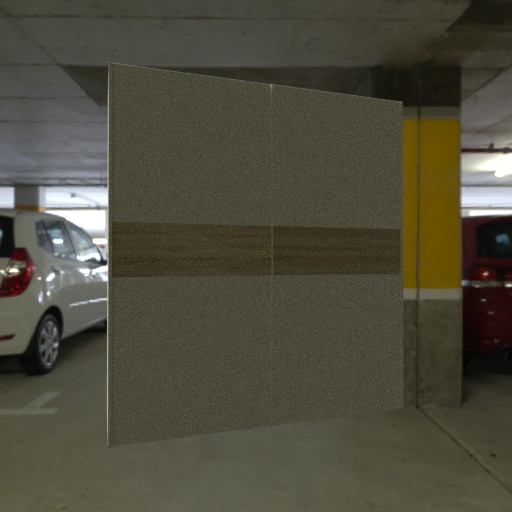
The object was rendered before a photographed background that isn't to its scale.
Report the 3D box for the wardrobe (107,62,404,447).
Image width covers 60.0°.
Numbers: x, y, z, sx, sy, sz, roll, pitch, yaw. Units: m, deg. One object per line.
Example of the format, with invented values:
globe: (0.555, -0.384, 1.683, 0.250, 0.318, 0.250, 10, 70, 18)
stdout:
wardrobe: (0.000, 0.000, 2.887, 1.830, 2.020, 0.600, 0, 0, -19)
